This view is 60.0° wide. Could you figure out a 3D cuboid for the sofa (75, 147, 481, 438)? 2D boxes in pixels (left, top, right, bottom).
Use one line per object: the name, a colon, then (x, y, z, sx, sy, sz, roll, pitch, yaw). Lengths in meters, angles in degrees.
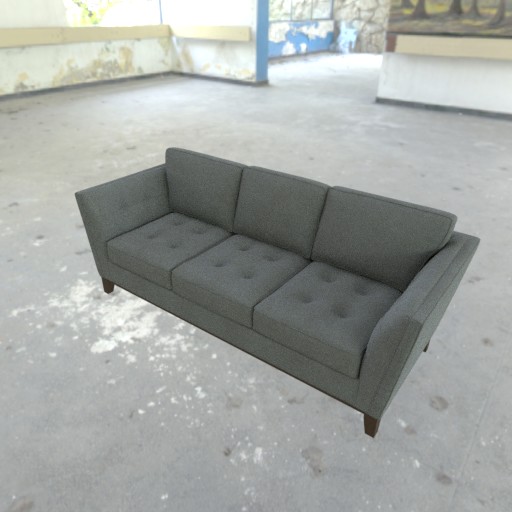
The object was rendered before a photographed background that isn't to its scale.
sofa: (0.000, 0.000, 2.877, 2.387, 0.940, 0.965, 20, 35, 31)
